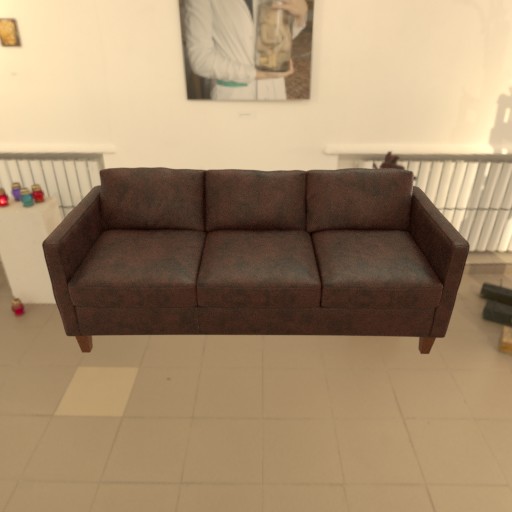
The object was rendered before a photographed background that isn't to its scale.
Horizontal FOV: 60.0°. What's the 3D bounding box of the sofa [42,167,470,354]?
[{"bbox_3d":[0.000,0.000,3.045,2.464,1.006,1.045,0,29,0],"label":"sofa"}]
